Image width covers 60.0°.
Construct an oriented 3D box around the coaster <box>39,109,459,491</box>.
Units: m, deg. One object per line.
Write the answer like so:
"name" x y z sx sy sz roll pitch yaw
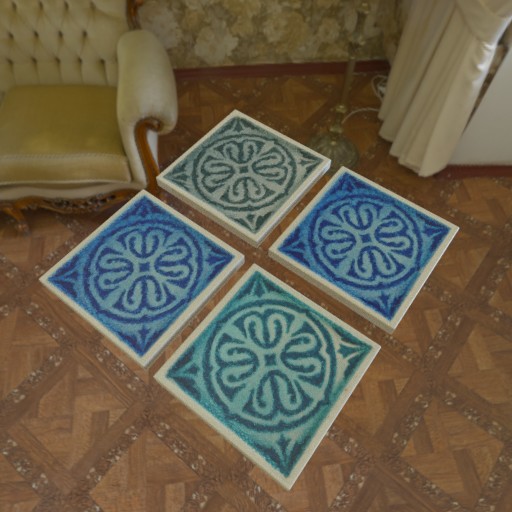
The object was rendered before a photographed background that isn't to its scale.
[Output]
"coaster" 0.000 0.000 0.322 0.214 0.010 0.219 33 64 19
